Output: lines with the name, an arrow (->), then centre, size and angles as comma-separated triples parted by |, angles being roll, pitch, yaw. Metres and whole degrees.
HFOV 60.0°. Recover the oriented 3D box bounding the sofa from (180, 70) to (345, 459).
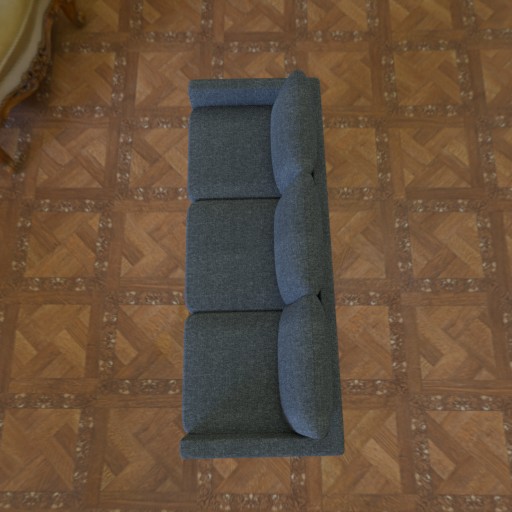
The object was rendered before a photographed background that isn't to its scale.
sofa -> 0.000, 0.000, 2.720 | 0.859, 0.874, 2.218 | -1, 75, 0
